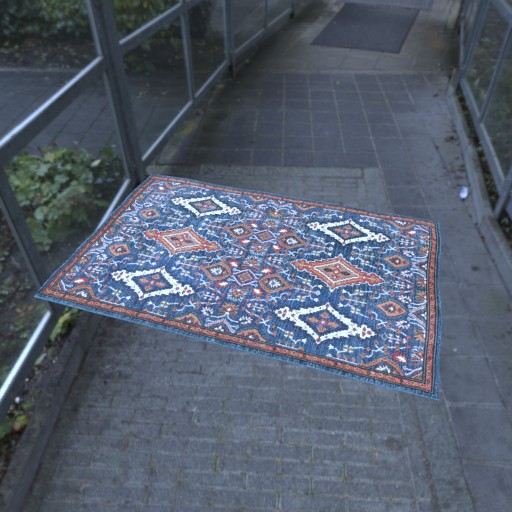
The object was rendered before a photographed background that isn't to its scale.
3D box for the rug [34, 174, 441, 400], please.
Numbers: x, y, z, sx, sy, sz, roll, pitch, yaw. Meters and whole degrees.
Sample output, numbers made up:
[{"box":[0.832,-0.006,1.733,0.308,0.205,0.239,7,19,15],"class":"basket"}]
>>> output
[{"box":[0.000,0.000,2.319,1.847,0.014,1.195,12,42,13],"class":"rug"}]
